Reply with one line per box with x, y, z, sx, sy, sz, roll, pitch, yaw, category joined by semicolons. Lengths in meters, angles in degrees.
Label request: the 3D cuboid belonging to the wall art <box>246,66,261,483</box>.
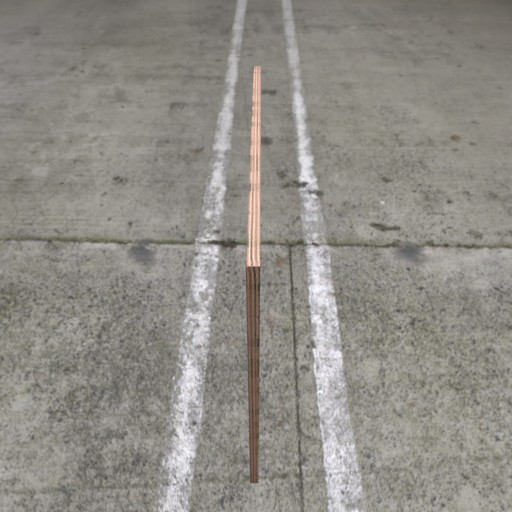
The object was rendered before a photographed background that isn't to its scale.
0.000;0.000;0.686;0.012;0.408;0.508;0;40;0;wall art
